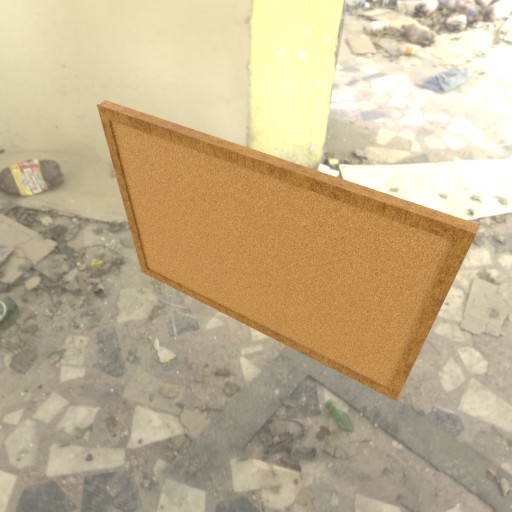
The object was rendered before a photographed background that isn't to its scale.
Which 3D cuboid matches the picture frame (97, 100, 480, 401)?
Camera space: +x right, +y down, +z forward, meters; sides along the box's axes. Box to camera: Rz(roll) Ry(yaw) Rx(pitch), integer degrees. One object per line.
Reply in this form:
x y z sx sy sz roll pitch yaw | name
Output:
0.000 0.000 1.174 0.922 0.621 0.029 24 50 22 | picture frame
